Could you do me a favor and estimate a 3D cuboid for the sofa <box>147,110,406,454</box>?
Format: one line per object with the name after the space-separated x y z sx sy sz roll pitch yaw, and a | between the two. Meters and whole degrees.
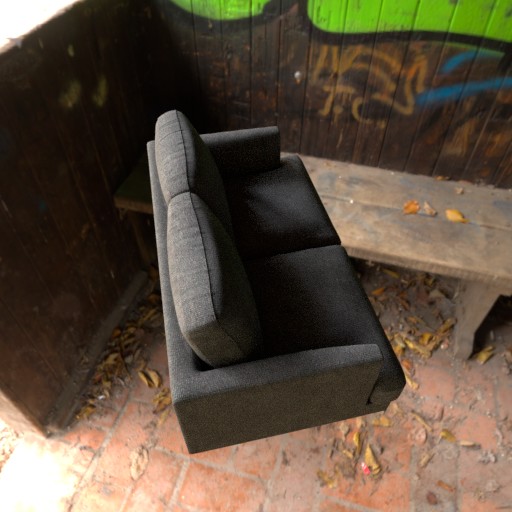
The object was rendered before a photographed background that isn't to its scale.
0.000 0.000 2.175 0.903 0.956 1.582 -9 49 -8 | sofa
